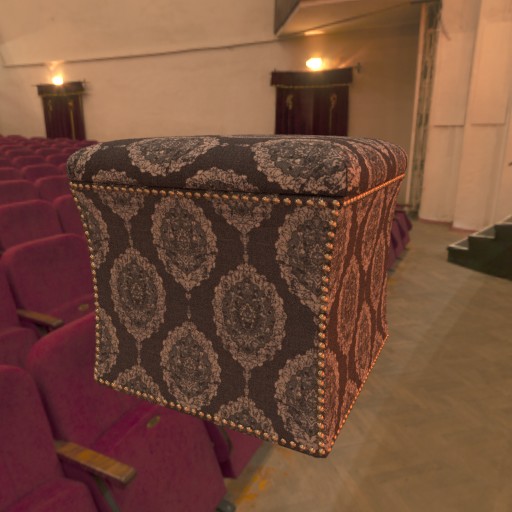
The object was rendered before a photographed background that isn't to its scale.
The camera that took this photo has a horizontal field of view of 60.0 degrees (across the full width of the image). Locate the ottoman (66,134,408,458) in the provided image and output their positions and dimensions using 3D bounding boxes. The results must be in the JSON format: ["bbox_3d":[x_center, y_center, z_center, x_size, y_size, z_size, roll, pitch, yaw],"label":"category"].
[{"bbox_3d":[0.000,0.000,0.896,0.507,0.475,0.497,8,17,26],"label":"ottoman"}]
